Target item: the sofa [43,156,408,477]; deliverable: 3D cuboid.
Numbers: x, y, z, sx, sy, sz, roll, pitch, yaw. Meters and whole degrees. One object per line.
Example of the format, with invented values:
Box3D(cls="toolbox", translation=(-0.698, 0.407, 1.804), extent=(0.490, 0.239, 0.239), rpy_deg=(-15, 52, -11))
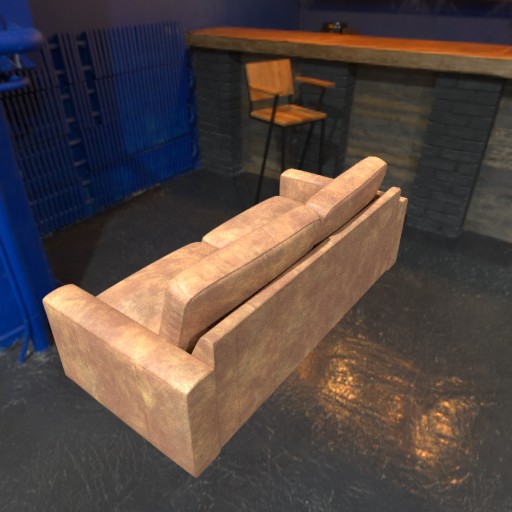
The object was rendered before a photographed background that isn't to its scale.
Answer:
Box3D(cls="sofa", translation=(0.000, 0.000, 2.675), extent=(1.016, 0.873, 2.179), rpy_deg=(22, 38, 31))
